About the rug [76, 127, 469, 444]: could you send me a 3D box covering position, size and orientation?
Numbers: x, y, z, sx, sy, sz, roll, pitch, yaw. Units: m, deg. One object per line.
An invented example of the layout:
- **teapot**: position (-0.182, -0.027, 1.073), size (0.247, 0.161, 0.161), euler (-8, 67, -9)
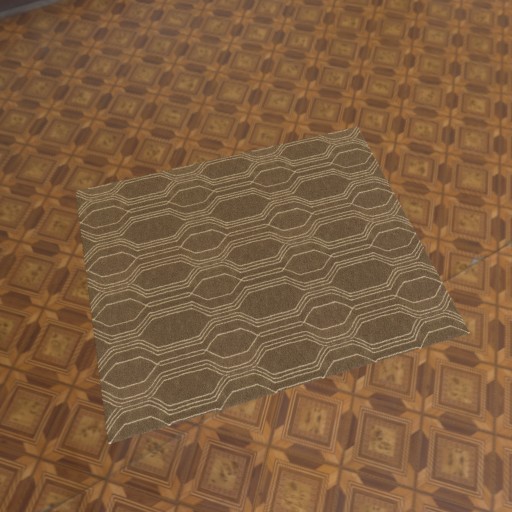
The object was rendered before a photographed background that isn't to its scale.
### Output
- **rug**: position (0.000, 0.000, 4.112), size (3.062, 0.012, 2.457), euler (-15, 63, -8)
